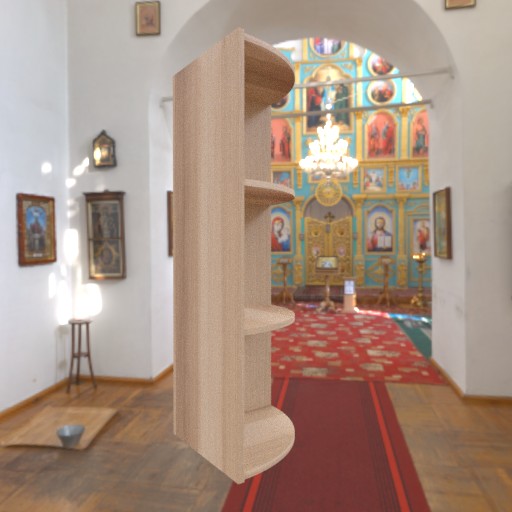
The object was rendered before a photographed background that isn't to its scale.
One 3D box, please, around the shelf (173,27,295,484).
[{"bbox_3d":[0.000,0.000,1.047,0.290,0.872,0.290,-1,1,-35],"label":"shelf"}]
